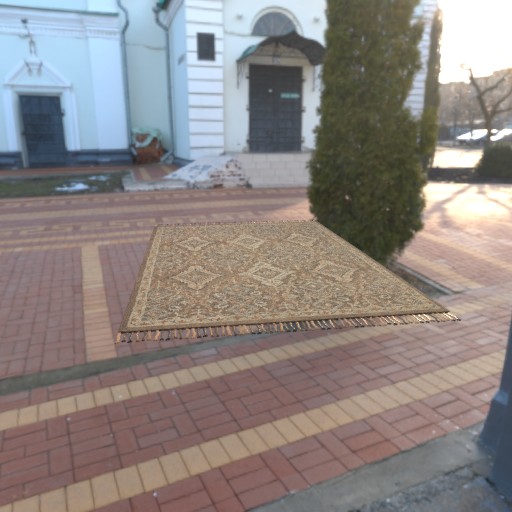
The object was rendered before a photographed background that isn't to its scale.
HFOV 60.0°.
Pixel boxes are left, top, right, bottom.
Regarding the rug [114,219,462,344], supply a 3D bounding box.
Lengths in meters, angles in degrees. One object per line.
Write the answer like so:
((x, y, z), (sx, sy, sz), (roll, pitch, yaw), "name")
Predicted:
((0.000, 0.000, 3.041), (1.516, 0.010, 2.434), (-2, 16, -8), "rug")
